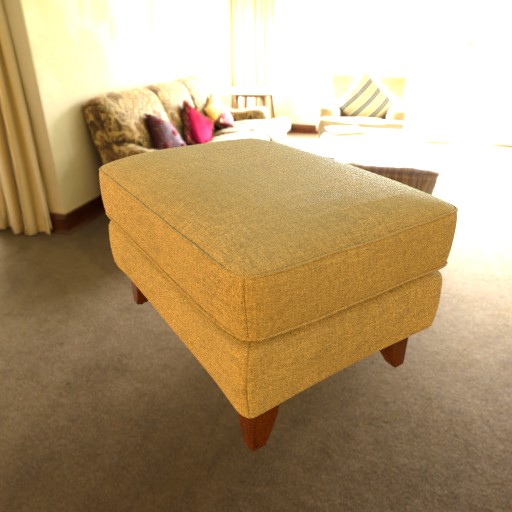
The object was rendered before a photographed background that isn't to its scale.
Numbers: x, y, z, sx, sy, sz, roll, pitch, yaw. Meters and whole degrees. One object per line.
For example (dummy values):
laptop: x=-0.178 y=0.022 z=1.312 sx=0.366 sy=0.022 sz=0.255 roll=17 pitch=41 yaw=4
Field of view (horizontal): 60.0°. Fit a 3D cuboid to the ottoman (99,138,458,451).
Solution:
ottoman: x=0.000 y=0.000 z=1.329 sx=0.661 sy=0.561 sz=0.889 roll=-17 pitch=32 yaw=-30
